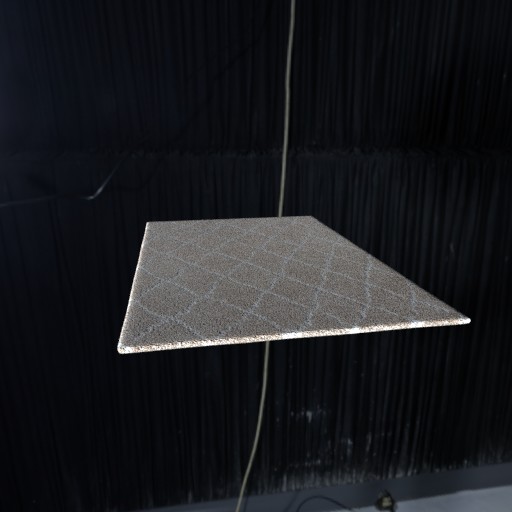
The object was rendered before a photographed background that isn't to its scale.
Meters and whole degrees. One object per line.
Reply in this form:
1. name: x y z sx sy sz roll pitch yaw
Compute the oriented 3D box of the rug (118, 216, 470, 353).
1. rug: 0.000 0.000 3.439 1.778 0.030 2.743 -3 17 -10
